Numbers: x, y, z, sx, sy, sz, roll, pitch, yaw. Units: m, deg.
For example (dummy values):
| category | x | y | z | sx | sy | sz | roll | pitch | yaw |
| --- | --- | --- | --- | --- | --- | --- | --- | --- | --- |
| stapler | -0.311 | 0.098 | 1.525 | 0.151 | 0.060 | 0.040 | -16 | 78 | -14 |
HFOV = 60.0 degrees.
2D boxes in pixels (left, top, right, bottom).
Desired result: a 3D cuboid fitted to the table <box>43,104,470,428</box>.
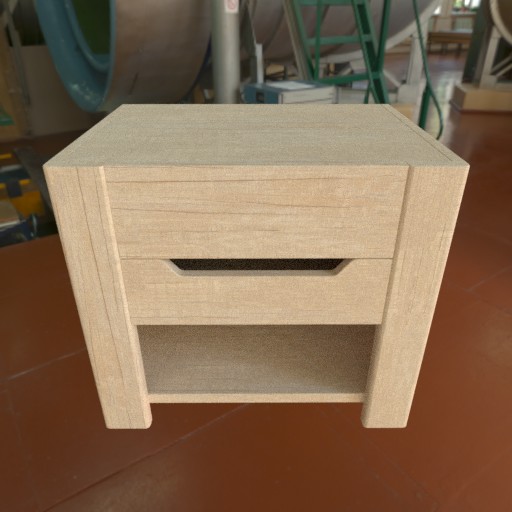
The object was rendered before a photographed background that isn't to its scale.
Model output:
| category | x | y | z | sx | sy | sz | roll | pitch | yaw |
| --- | --- | --- | --- | --- | --- | --- | --- | --- | --- |
| table | 0.000 | 0.000 | 0.892 | 0.570 | 0.510 | 0.420 | 0 | 30 | 0 |
